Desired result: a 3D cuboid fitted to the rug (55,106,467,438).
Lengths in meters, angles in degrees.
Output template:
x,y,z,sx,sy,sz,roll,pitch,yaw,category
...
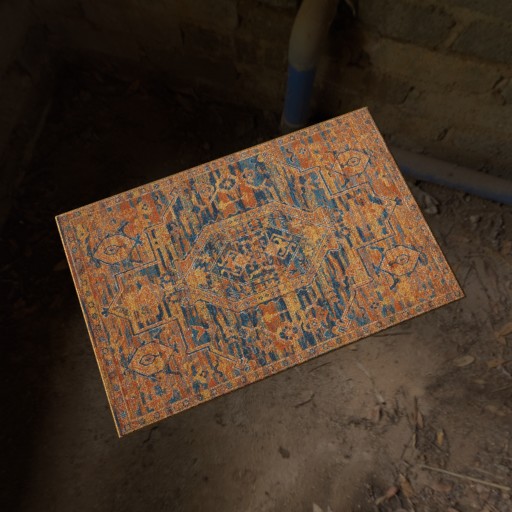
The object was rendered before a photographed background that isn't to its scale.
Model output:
x,y,z,sx,sy,sz,roll,pitch,yaw,category
0.000,0.000,1.084,0.863,0.008,0.557,-21,76,-5,rug
